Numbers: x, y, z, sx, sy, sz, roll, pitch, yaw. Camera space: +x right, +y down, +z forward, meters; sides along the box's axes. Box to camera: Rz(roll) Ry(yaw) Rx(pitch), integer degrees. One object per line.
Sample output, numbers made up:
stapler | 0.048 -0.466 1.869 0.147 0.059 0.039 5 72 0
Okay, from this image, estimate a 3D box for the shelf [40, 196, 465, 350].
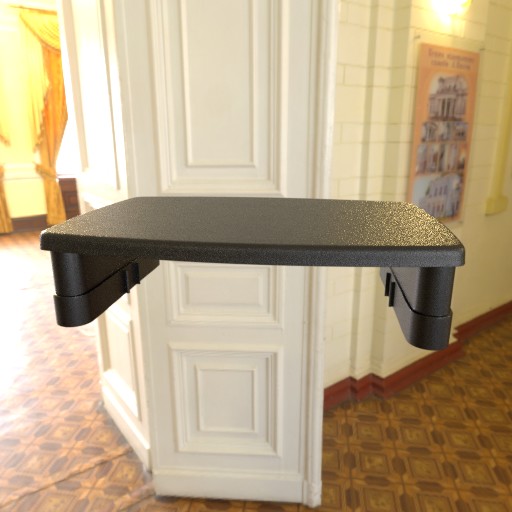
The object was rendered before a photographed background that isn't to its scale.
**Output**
shelf | 0.000 0.000 0.524 0.410 0.100 0.280 2 16 8
